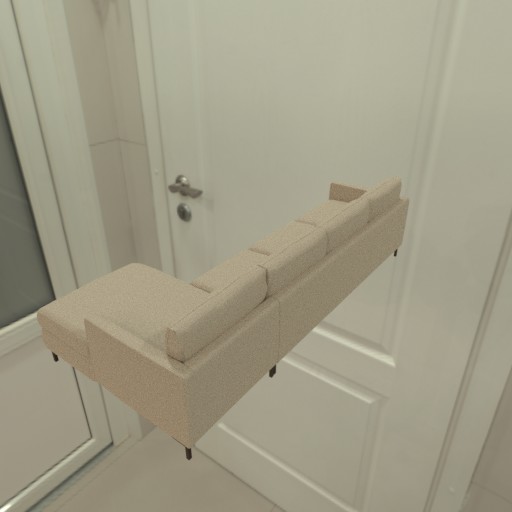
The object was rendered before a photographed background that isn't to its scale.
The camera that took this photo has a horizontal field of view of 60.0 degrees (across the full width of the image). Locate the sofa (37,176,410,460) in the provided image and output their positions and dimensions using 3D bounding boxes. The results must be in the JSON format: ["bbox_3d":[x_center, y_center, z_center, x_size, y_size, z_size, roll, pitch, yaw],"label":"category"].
[{"bbox_3d":[0.000,0.000,3.242,1.258,0.755,2.731,20,35,32],"label":"sofa"}]
